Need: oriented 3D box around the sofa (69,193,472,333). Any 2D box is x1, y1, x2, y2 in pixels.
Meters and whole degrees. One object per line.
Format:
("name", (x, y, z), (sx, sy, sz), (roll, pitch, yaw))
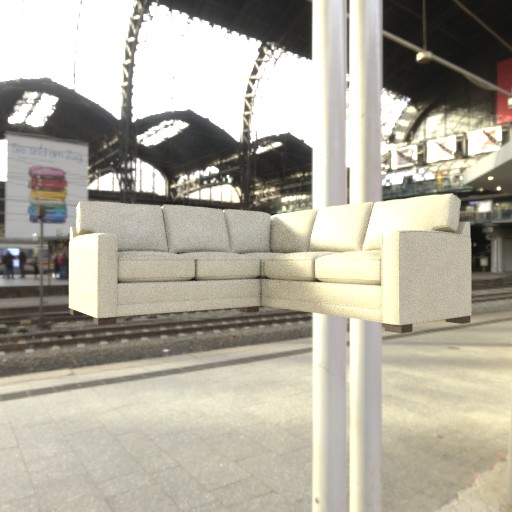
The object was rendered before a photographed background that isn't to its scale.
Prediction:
("sofa", (0.000, 0.000, 3.360), (2.188, 0.936, 2.211), (0, -1, -36))
